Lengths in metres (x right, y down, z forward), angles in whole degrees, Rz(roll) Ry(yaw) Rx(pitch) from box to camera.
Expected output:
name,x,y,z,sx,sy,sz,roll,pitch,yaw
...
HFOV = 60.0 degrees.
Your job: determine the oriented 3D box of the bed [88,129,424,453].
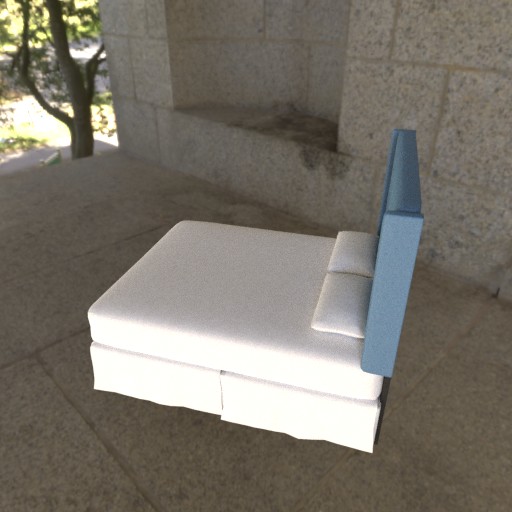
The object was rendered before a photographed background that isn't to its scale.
name,x,y,z,sx,sy,sz,roll,pitch,yaw
bed,0.000,0.000,3.341,2.078,1.665,1.719,8,30,14
